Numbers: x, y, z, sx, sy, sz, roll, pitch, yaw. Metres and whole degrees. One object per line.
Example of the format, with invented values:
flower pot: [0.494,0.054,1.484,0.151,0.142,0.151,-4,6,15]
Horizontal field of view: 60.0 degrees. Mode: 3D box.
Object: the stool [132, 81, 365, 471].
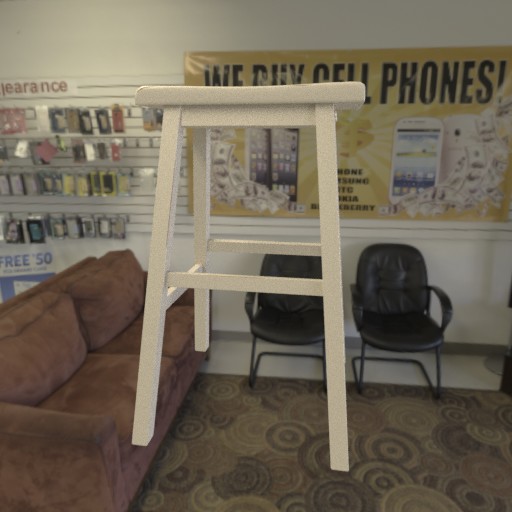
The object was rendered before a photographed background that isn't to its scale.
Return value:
stool: [0.000,0.000,1.046,0.457,0.737,0.476,3,15,10]
